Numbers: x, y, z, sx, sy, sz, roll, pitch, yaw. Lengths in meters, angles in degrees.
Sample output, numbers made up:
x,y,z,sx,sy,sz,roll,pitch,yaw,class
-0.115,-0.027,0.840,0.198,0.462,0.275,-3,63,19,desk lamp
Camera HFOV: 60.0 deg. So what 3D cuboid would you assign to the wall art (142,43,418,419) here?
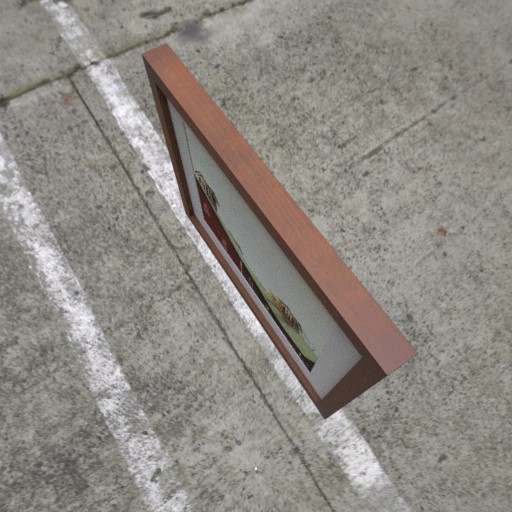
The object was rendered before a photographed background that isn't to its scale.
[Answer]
x,y,z,sx,sy,sz,roll,pitch,yaw,class
0.000,0.000,0.550,0.030,0.328,0.401,-30,68,-14,wall art
